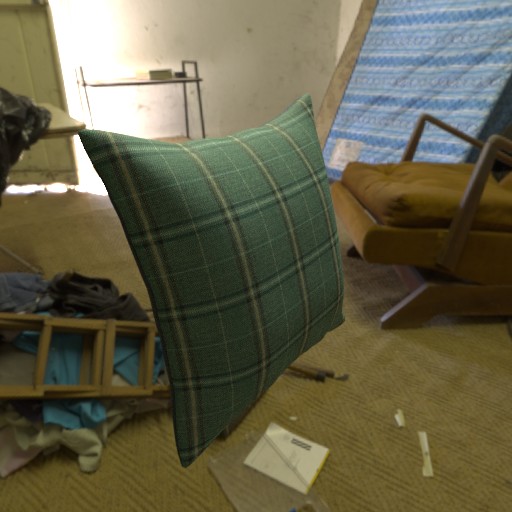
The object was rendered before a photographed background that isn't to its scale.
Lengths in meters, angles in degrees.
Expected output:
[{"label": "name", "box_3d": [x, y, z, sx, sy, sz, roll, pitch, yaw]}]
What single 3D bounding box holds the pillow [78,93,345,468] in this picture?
[{"label": "pillow", "box_3d": [0.000, 0.000, 0.678, 0.200, 0.430, 0.453, 18, 31, 33]}]
